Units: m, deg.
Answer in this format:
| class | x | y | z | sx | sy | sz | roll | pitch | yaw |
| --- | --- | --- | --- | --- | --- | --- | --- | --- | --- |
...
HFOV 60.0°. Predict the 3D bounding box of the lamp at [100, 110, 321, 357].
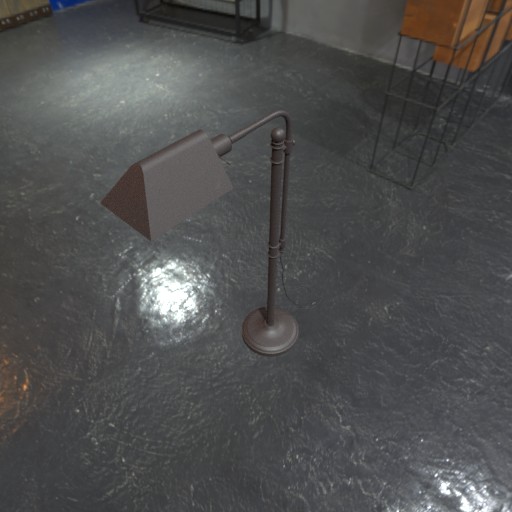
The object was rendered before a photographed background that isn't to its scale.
| class | x | y | z | sx | sy | sz | roll | pitch | yaw |
| --- | --- | --- | --- | --- | --- | --- | --- | --- | --- |
| lamp | 0.000 | 0.000 | 0.960 | 0.159 | 0.708 | 0.545 | 33 | 55 | 28 |
